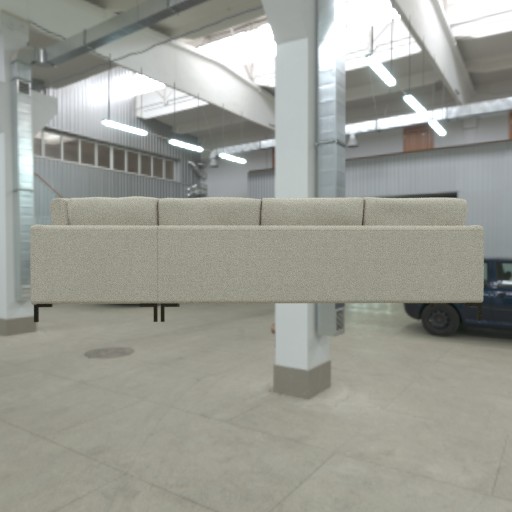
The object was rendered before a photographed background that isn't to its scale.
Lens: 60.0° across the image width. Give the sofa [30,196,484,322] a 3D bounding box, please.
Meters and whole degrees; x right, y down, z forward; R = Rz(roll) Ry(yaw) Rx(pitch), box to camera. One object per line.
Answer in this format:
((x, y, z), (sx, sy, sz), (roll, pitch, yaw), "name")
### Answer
((0.000, 0.000, 3.808), (2.949, 0.815, 2.007), (0, 1, -1), "sofa")
